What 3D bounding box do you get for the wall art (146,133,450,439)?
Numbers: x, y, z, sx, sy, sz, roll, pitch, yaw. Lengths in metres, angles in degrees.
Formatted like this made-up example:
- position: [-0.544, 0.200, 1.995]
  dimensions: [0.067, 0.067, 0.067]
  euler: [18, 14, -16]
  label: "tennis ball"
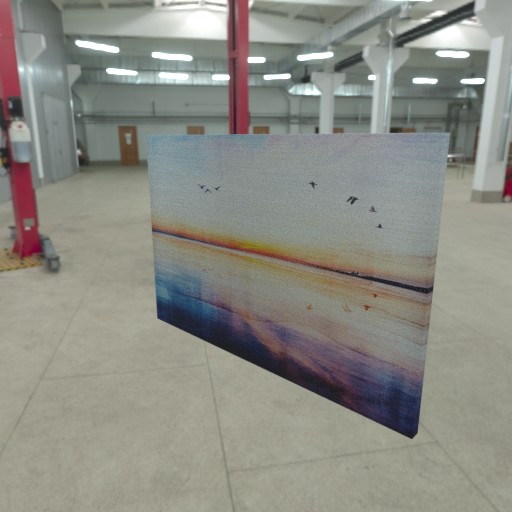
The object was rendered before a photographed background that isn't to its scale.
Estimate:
- position: [0.000, 0.000, 0.759]
  dimensions: [0.604, 0.402, 0.018]
  euler: [14, 20, 42]
  label: "wall art"
